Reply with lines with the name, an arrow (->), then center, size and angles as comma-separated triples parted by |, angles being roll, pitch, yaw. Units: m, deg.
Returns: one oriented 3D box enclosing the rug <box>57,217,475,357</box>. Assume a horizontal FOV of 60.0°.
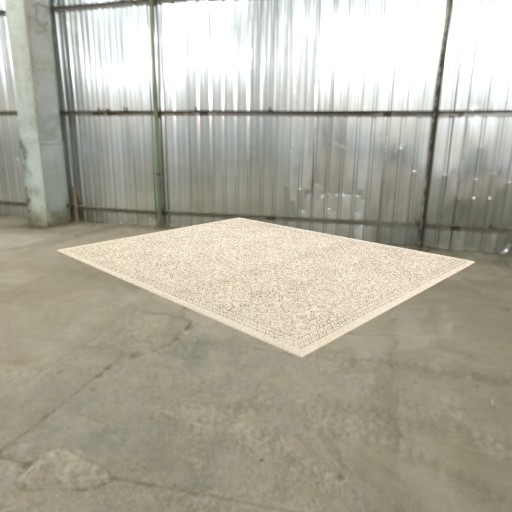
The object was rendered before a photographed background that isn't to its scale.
rug -> 0.000, 0.000, 4.120 | 3.050, 0.015, 2.441 | 15, 21, 43
